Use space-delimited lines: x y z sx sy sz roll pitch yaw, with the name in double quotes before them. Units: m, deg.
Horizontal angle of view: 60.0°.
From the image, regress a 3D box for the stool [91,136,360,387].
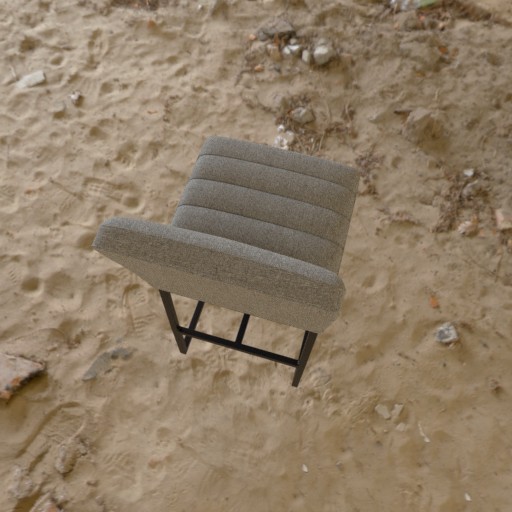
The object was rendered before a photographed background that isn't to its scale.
"stool" 0.000 0.000 1.267 0.460 0.940 0.560 15 64 7
